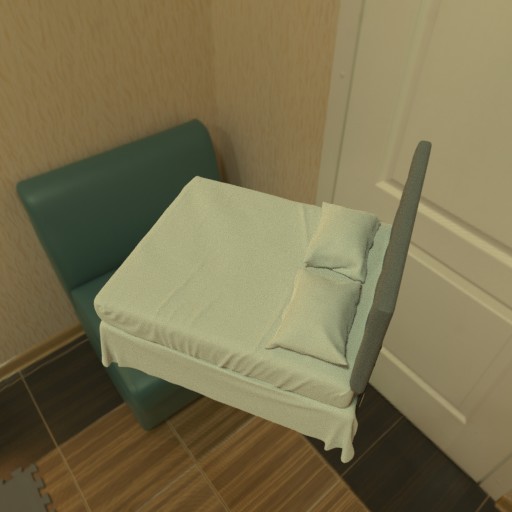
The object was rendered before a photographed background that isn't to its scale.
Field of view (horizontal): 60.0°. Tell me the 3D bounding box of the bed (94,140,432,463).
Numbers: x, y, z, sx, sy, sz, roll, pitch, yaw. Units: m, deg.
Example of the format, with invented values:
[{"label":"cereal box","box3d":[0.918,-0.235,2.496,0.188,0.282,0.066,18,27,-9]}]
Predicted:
[{"label":"bed","box3d":[0.000,0.000,3.452,2.222,1.577,1.936,16,48,15]}]
